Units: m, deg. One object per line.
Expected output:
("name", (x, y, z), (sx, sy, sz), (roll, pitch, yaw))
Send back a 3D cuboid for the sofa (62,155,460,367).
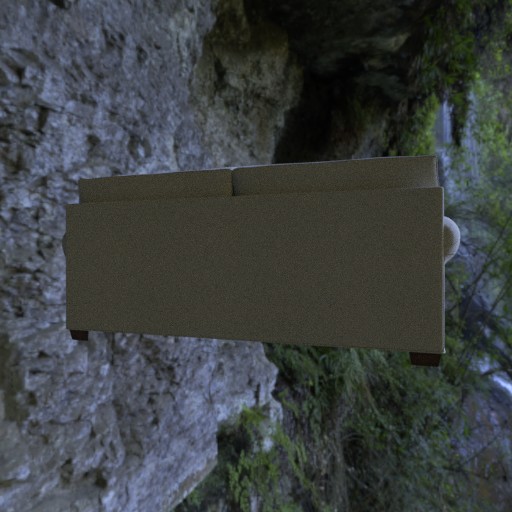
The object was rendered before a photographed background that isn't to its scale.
("sofa", (0.000, 0.000, 2.621), (2.146, 0.962, 0.901), (0, 0, 19))
